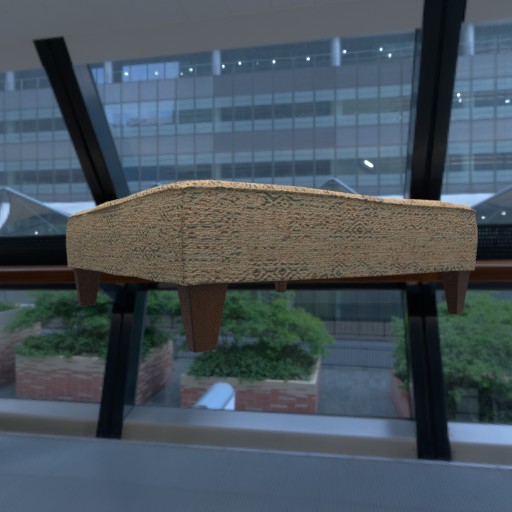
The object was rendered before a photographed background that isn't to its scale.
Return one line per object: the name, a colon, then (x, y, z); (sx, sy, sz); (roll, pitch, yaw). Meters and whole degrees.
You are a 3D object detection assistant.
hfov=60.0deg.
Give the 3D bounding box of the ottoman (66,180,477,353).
ottoman: (0.000, 0.000, 1.477); (1.004, 0.356, 0.968); (0, 1, -35)
